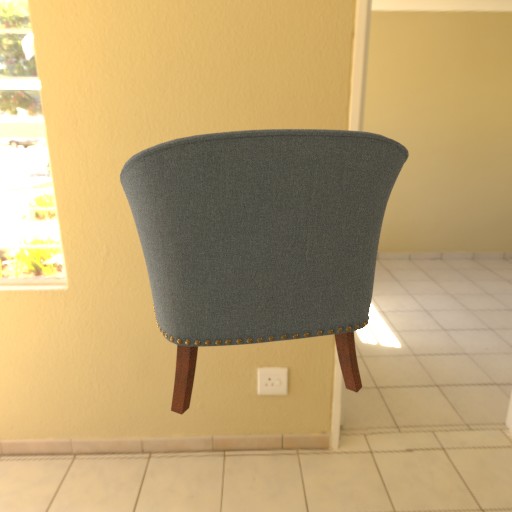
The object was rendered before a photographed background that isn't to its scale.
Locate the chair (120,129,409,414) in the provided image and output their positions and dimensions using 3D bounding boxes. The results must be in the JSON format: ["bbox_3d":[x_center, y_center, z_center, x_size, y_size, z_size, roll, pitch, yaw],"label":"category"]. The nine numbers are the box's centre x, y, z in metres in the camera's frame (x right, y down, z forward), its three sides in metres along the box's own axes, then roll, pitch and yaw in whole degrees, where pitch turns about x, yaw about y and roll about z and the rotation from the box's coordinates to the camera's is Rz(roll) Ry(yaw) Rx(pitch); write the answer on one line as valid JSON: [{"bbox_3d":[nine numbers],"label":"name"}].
[{"bbox_3d":[0.000,0.000,1.464,0.798,0.815,0.704,-3,17,-11],"label":"chair"}]
